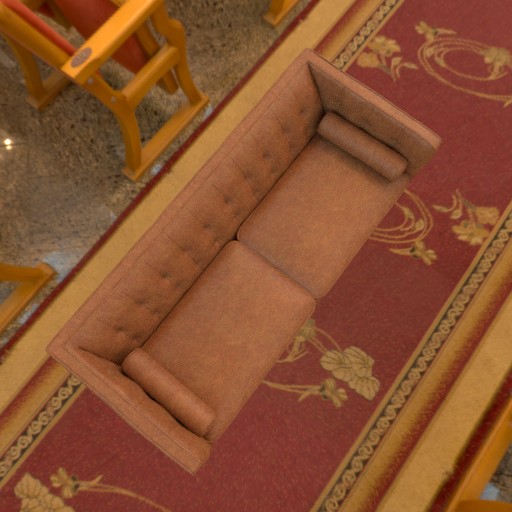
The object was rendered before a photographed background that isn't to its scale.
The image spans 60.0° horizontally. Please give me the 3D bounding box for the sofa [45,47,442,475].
[{"bbox_3d":[0.000,0.000,2.546,0.912,0.798,2.079,37,80,8],"label":"sofa"}]
